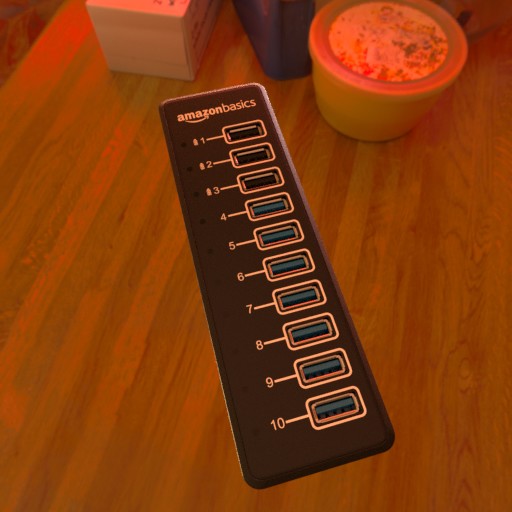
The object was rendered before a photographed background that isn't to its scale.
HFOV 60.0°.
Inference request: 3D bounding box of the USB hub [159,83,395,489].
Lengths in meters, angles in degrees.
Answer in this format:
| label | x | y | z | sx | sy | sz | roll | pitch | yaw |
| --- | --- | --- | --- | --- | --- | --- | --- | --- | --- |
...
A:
| label | x | y | z | sx | sy | sz | roll | pitch | yaw |
| --- | --- | --- | --- | --- | --- | --- | --- | --- | --- |
| USB hub | 0.000 | 0.000 | 0.161 | 0.044 | 0.023 | 0.145 | -14 | 65 | -7 |
